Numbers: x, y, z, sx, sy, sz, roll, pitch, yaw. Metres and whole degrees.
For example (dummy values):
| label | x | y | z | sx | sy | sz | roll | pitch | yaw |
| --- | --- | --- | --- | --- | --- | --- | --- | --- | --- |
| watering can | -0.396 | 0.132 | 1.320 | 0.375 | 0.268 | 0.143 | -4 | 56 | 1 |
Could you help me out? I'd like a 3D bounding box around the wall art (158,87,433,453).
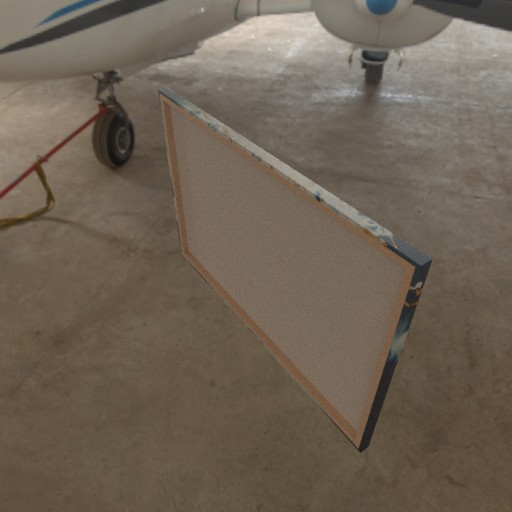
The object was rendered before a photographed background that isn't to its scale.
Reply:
| label | x | y | z | sx | sy | sz | roll | pitch | yaw |
| --- | --- | --- | --- | --- | --- | --- | --- | --- | --- |
| wall art | 0.000 | 0.000 | 1.454 | 0.035 | 0.759 | 1.138 | -25 | 46 | -26 |
